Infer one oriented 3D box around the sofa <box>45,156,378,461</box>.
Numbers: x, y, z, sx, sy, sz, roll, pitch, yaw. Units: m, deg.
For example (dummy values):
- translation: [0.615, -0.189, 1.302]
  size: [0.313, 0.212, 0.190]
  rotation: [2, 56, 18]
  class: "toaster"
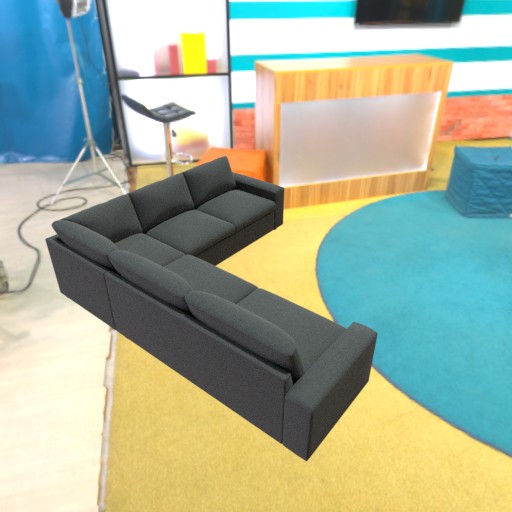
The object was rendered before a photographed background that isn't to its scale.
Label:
- translation: [0.000, 0.000, 4.809]
  size: [3.277, 0.965, 2.895]
  rotation: [23, 39, 32]
  class: "sofa"
